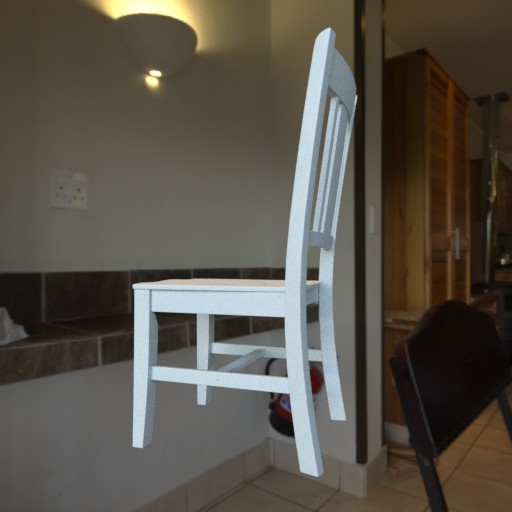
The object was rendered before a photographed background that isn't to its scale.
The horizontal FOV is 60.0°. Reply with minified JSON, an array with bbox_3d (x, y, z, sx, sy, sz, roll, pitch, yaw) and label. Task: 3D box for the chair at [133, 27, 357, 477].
[{"bbox_3d":[0.000,0.000,1.263,0.555,0.998,0.450,0,-1,20],"label":"chair"}]
